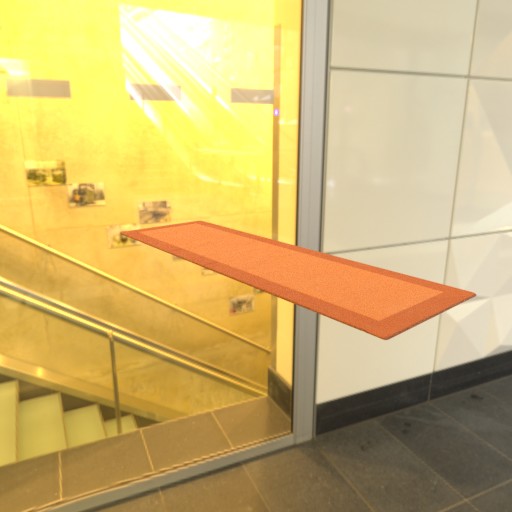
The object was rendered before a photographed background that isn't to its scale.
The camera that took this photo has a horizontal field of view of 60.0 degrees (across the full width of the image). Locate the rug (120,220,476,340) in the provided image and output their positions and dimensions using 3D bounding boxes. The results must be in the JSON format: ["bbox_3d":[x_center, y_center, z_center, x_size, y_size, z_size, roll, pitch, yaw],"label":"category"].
[{"bbox_3d":[0.000,0.000,2.801,0.914,0.013,2.471,-14,21,-42],"label":"rug"}]
